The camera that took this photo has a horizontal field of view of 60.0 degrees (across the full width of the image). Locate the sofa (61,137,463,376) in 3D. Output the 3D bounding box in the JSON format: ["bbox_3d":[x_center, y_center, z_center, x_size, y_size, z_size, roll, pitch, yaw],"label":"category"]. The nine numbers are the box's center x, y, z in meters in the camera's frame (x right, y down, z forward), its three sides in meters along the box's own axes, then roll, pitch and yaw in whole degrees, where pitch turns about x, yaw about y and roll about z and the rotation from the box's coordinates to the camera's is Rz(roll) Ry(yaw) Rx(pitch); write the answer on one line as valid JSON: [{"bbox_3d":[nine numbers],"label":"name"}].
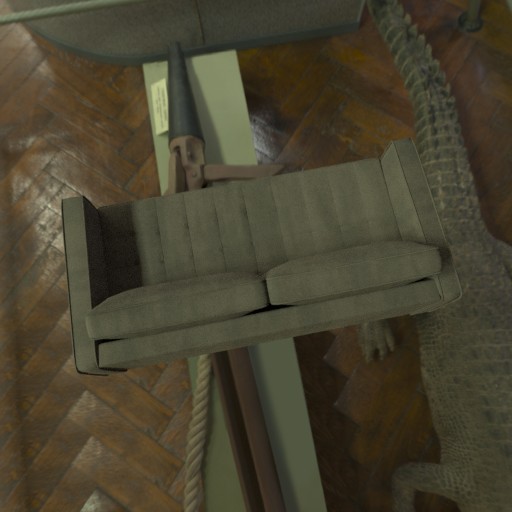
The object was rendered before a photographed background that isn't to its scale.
[{"bbox_3d":[0.000,0.000,2.422,1.920,0.825,0.924,-11,75,-3],"label":"sofa"}]
